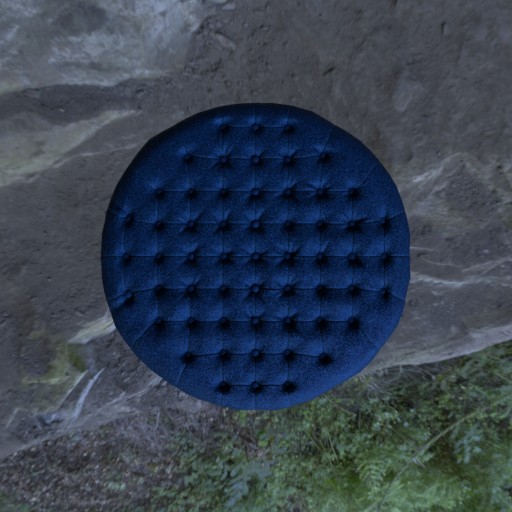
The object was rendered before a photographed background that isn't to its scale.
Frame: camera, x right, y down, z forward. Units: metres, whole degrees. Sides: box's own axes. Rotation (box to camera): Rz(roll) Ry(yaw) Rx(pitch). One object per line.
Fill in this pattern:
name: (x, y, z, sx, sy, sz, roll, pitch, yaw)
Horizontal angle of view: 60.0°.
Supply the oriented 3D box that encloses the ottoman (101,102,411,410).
ottoman: (0.000, 0.000, 1.535, 0.998, 0.398, 0.998, 0, 90, 0)
